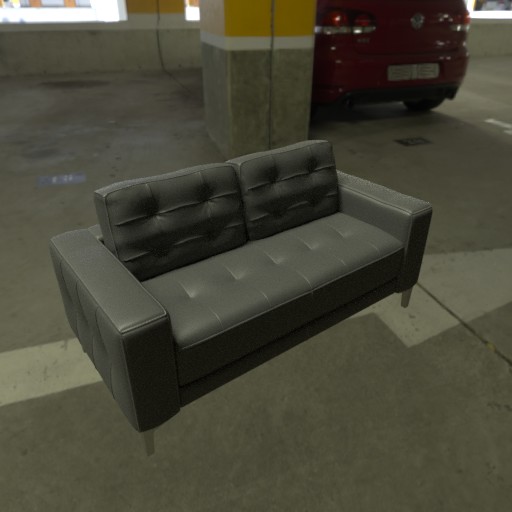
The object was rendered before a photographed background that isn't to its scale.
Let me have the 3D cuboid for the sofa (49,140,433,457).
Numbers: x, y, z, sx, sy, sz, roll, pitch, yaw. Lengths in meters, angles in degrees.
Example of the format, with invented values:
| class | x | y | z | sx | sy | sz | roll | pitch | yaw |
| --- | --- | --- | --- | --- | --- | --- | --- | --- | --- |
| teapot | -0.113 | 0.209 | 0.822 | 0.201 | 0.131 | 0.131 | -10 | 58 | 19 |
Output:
| class | x | y | z | sx | sy | sz | roll | pitch | yaw |
| --- | --- | --- | --- | --- | --- | --- | --- | --- | --- |
| sofa | 0.000 | 0.000 | 2.207 | 1.726 | 0.892 | 0.833 | -21 | 36 | -31 |
